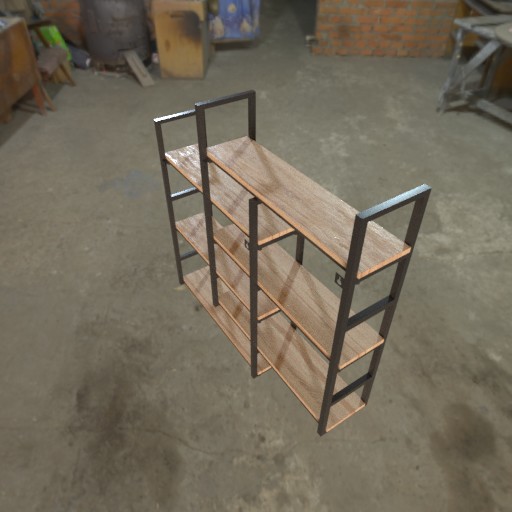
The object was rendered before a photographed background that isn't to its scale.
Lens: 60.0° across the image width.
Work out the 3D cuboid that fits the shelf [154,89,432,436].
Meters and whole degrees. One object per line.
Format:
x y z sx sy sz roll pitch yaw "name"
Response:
0.000 0.000 1.405 0.183 0.921 0.946 -24 46 -25 "shelf"
